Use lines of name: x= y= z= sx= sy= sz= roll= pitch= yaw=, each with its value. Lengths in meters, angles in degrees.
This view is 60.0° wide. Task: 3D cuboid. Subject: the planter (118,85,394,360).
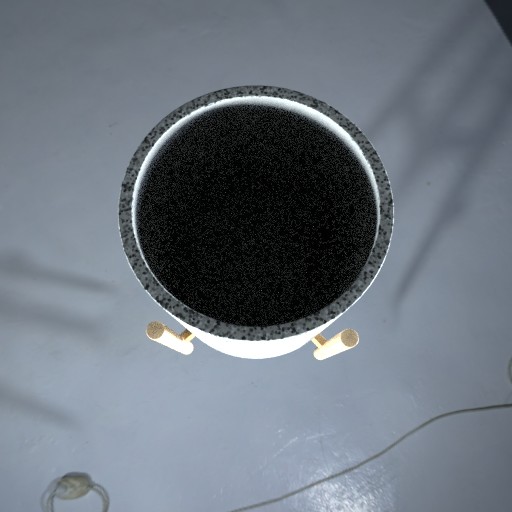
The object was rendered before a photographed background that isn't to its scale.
planter: x=0.000 y=0.000 z=0.689 sx=0.360 sy=0.419 sz=0.360 roll=-19 pitch=75 yaw=-6
